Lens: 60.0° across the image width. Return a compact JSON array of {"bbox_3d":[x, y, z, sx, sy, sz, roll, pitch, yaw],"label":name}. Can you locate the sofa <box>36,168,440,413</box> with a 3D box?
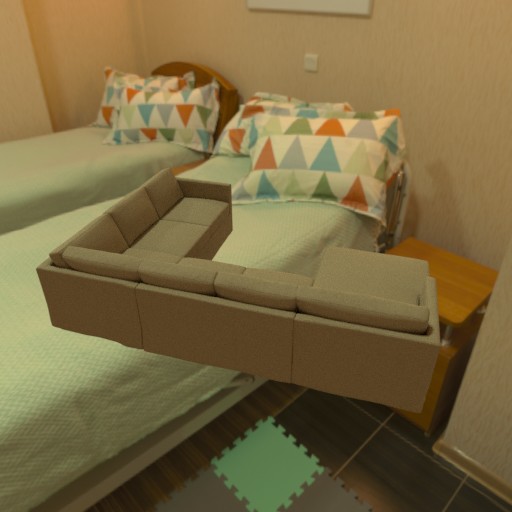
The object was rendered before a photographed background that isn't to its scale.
[{"bbox_3d":[0.000,0.000,4.679,3.528,0.878,2.476,9,32,15],"label":"sofa"}]
